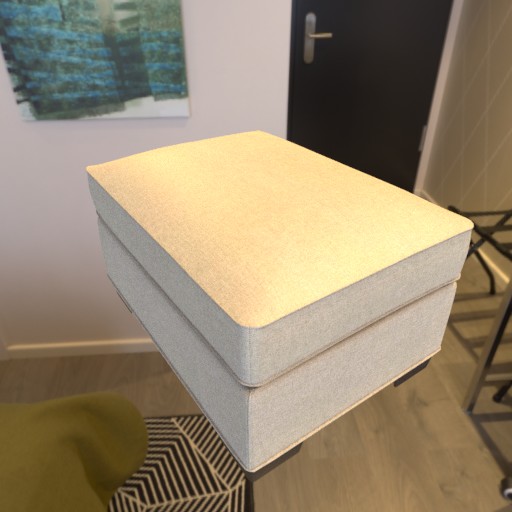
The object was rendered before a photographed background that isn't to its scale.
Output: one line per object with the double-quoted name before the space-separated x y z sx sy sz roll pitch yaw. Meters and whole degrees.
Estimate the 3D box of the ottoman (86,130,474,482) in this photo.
"ottoman" 0.000 0.000 1.210 0.619 0.504 0.843 -20 38 -29
